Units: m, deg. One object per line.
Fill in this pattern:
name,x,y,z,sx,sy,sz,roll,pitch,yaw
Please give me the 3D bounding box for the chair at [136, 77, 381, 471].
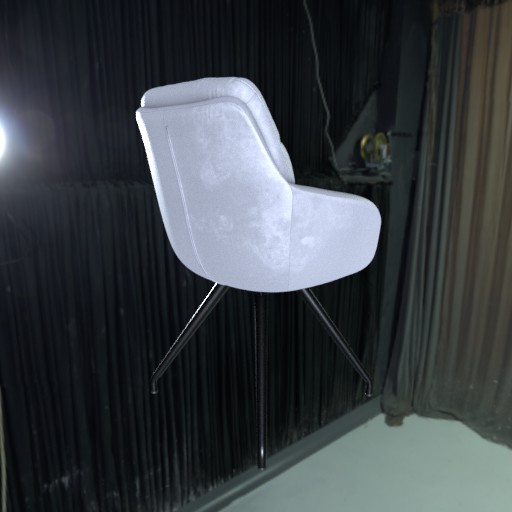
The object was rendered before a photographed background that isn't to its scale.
chair,0.000,0.000,1.267,0.569,0.888,0.579,-13,18,-43
